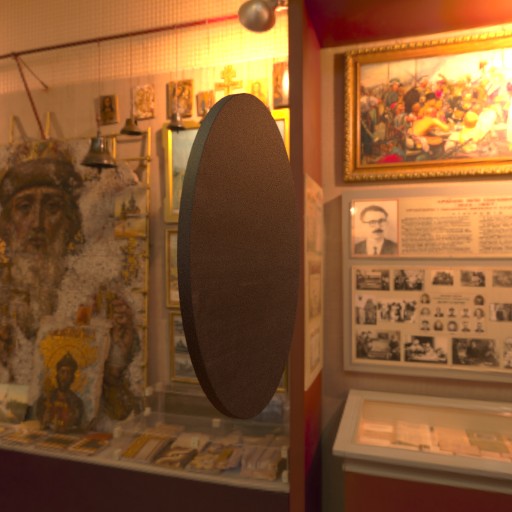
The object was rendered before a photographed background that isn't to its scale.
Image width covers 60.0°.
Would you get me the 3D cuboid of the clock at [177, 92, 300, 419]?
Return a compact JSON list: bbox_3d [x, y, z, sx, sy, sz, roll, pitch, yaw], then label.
[{"bbox_3d":[0.000,0.000,0.860,0.029,0.595,0.595,0,0,19],"label":"clock"}]
